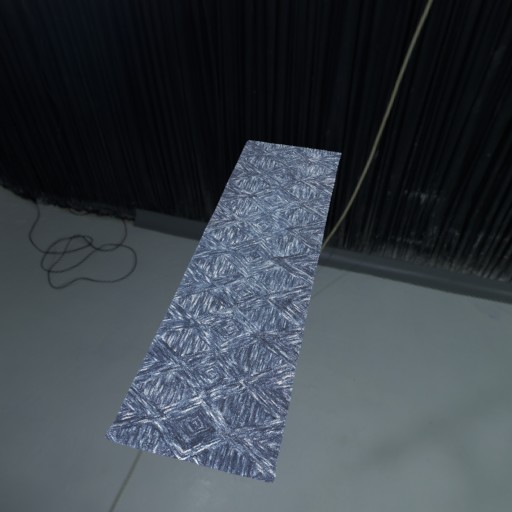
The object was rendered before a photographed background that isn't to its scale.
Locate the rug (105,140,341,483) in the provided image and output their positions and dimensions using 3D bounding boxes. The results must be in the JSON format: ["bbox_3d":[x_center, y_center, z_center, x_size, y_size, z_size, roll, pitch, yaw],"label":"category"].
[{"bbox_3d":[0.000,0.000,2.524,0.719,0.013,2.306,10,48,9],"label":"rug"}]
